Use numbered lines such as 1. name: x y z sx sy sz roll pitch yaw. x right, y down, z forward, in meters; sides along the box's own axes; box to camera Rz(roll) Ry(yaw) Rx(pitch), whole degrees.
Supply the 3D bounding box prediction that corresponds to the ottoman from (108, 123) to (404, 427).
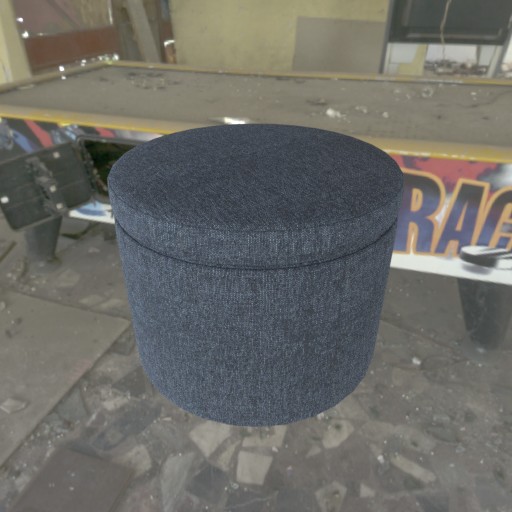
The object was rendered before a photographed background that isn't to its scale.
1. ottoman: 0.000 0.000 0.866 0.500 0.419 0.500 0 31 0
